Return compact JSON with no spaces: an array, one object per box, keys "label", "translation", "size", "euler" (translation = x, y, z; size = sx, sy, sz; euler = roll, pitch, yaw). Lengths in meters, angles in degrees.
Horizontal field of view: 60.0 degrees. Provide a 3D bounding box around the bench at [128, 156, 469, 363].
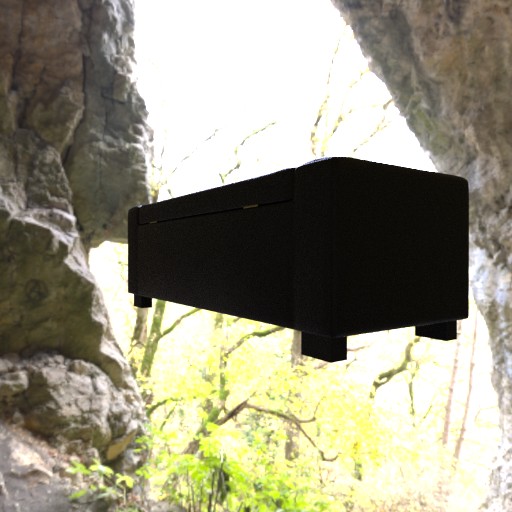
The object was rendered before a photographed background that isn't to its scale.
[{"label":"bench","translation":[0.000,0.000,1.570],"size":[0.508,0.445,1.296],"euler":[0,0,-34]}]
